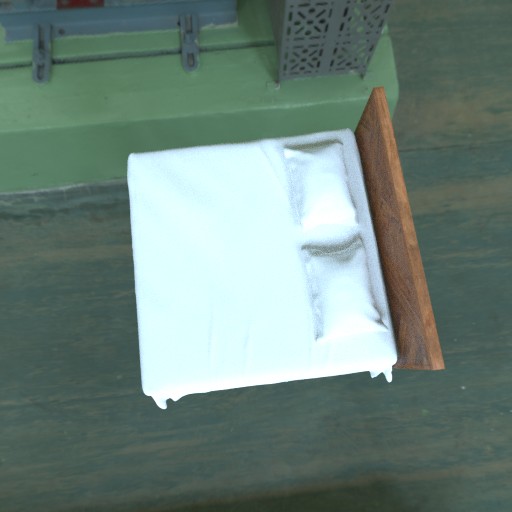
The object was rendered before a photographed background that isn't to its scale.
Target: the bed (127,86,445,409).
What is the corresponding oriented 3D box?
[{"bbox_3d":[0.000,0.000,3.528,2.165,1.158,2.255,-7,77,-2],"label":"bed"}]
